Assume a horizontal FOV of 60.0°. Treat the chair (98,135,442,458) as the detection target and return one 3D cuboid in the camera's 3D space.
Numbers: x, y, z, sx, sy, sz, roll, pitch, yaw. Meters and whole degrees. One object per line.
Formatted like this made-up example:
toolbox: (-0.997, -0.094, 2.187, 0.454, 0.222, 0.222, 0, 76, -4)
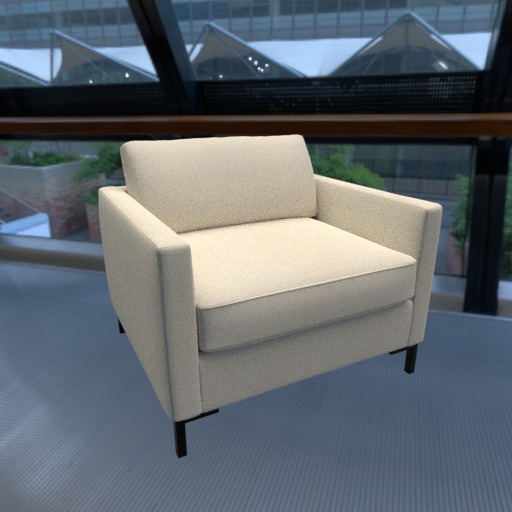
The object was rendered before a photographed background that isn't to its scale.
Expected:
chair: (0.000, 0.000, 1.625, 0.964, 0.806, 0.875, -10, 22, -26)
